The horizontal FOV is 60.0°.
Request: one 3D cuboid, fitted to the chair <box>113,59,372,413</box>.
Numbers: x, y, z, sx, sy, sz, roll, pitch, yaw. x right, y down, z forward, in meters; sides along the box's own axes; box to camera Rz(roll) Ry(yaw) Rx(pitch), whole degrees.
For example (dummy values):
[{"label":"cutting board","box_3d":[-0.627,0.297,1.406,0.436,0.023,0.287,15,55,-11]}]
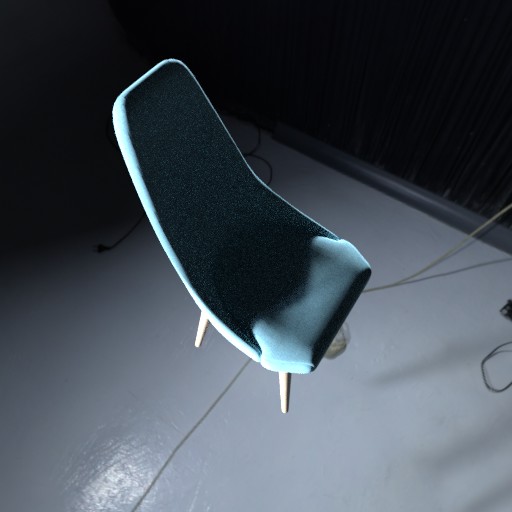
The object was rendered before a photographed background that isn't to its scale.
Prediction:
[{"label":"chair","box_3d":[0.000,0.000,1.397,0.660,1.040,0.510,29,62,17]}]
